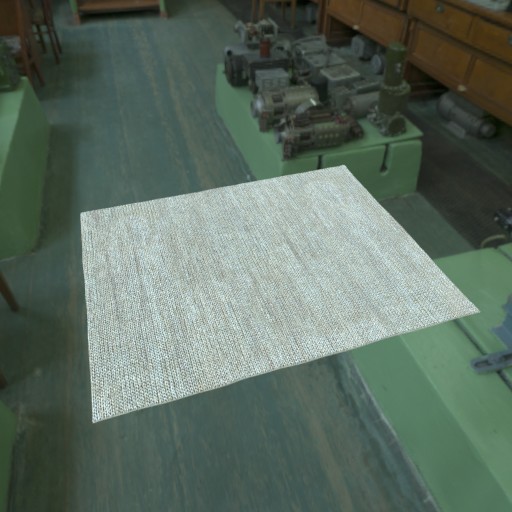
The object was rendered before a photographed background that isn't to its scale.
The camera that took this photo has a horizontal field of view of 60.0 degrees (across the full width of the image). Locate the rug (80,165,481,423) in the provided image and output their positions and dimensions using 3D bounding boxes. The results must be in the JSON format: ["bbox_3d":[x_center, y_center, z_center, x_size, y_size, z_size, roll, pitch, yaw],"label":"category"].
[{"bbox_3d":[0.000,0.000,4.096,3.052,0.030,2.429,-13,43,-14],"label":"rug"}]
